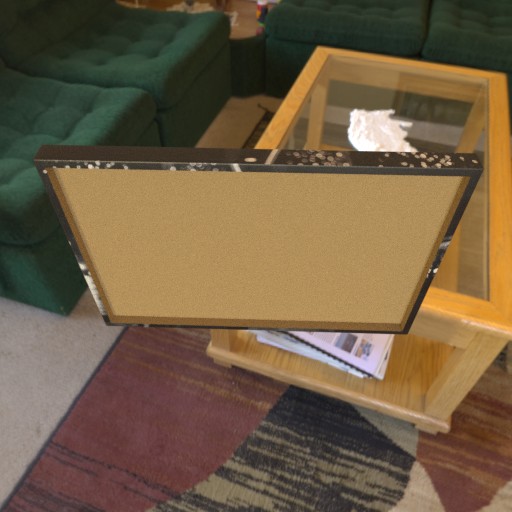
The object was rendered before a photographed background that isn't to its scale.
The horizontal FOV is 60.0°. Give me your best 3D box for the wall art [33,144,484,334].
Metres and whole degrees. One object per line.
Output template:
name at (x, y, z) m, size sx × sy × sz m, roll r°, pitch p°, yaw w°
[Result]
wall art at (0.000, 0.000, 0.757) m, size 0.609 × 0.406 × 0.037 m, roll 1°, pitch 48°, yaw 1°
